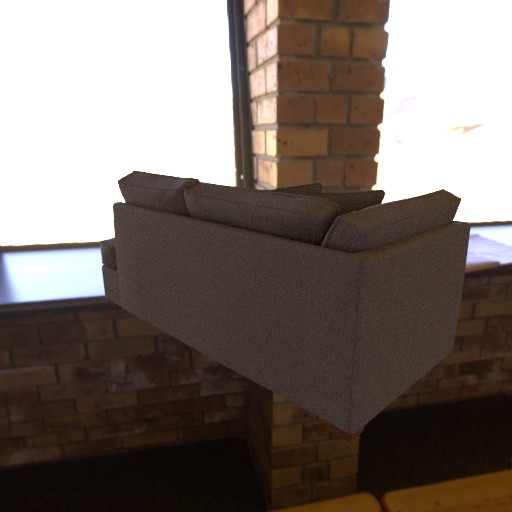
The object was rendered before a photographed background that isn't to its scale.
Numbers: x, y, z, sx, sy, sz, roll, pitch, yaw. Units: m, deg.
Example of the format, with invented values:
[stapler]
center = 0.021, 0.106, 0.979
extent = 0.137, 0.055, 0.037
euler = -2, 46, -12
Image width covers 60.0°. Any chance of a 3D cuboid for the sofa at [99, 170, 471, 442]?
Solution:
[sofa]
center = 0.000, 0.000, 2.849
extent = 1.110, 1.033, 2.237
euler = -15, 22, -42
